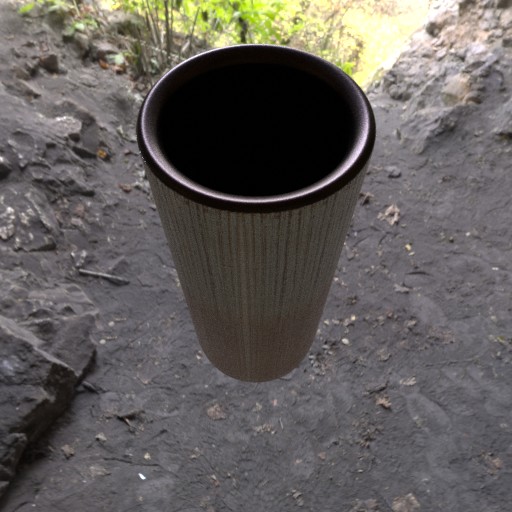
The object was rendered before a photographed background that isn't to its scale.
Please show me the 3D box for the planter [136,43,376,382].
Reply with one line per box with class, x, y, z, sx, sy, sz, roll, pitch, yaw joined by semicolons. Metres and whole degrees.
planter;0.000;0.000;0.280;0.100;0.227;0.100;-35;65;-19
